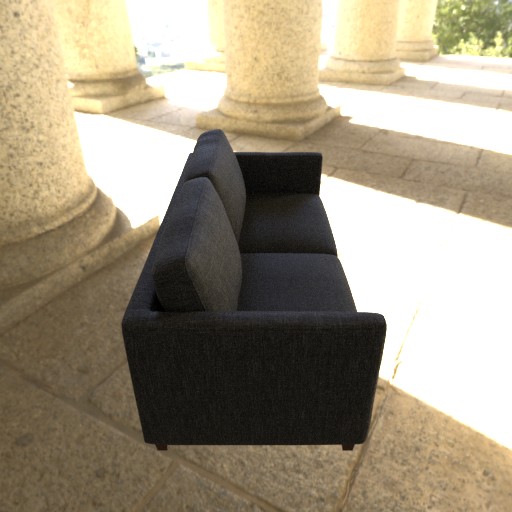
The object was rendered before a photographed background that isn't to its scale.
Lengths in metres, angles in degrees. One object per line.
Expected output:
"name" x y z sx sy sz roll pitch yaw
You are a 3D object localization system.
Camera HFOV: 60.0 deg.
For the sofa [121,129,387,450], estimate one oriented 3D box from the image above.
"sofa" 0.000 0.000 2.427 0.950 0.963 1.884 0 31 0
